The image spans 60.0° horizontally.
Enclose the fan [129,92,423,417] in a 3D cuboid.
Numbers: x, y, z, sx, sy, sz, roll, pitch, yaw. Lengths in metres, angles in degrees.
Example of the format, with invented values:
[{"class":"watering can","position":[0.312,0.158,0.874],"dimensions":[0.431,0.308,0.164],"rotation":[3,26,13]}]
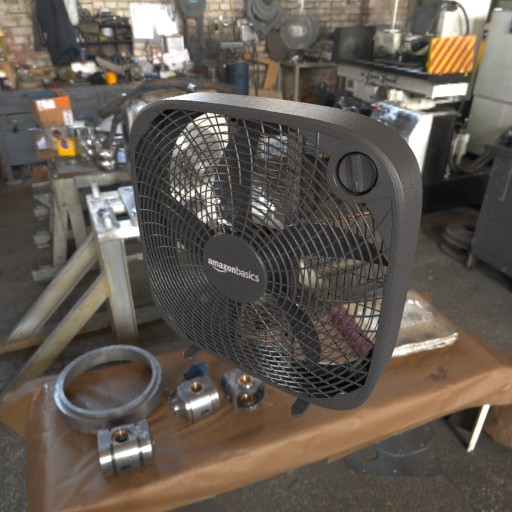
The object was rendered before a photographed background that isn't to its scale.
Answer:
[{"class":"fan","position":[0.000,0.000,0.801],"dimensions":[0.526,0.533,0.142],"rotation":[19,35,29]}]
